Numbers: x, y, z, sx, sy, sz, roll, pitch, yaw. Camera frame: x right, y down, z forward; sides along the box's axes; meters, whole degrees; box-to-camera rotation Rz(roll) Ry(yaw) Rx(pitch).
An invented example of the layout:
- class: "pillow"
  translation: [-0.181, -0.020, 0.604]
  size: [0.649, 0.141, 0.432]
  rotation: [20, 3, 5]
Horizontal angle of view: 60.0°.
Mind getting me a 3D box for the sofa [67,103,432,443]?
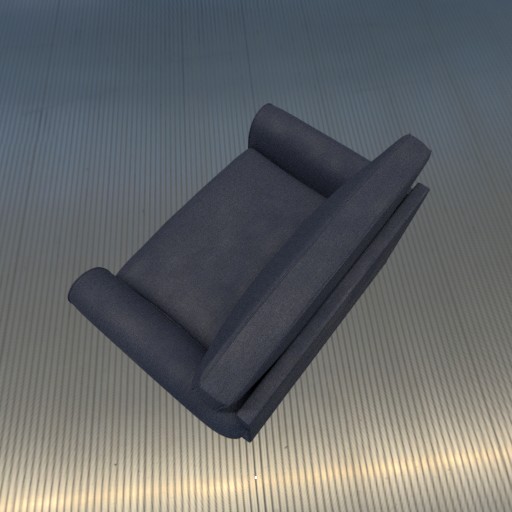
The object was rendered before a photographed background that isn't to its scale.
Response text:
- class: "sofa"
  translation: [0.000, 0.000, 2.063]
  size: [0.938, 1.004, 1.405]
  rotation: [36, 69, 16]
